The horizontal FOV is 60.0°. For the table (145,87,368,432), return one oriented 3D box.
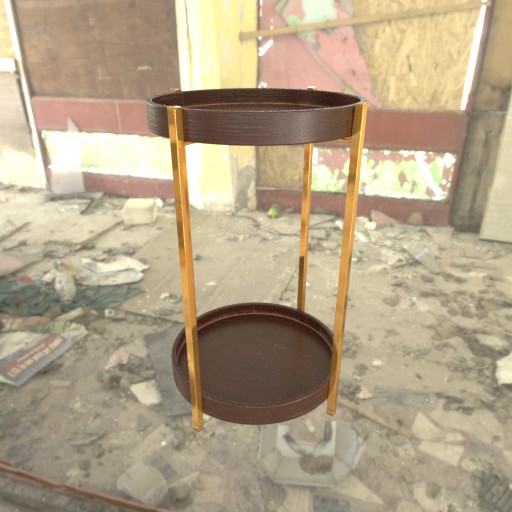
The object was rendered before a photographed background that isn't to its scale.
[{"bbox_3d":[0.000,0.000,0.888,0.400,0.610,0.400,17,30,32],"label":"table"}]
